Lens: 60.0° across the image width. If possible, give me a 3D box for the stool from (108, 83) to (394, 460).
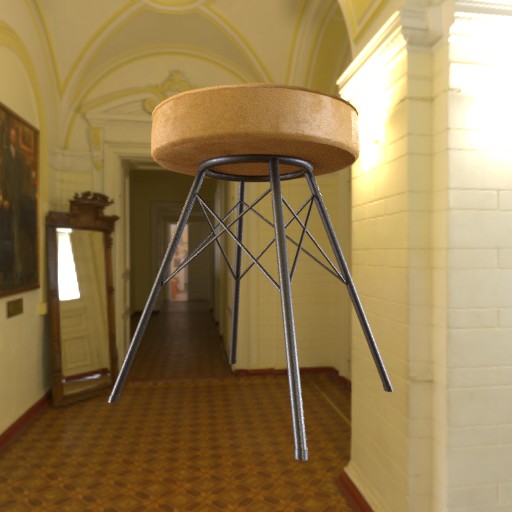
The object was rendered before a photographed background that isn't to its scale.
[{"bbox_3d":[0.000,0.000,0.939,0.472,0.595,0.438,0,0,37],"label":"stool"}]
